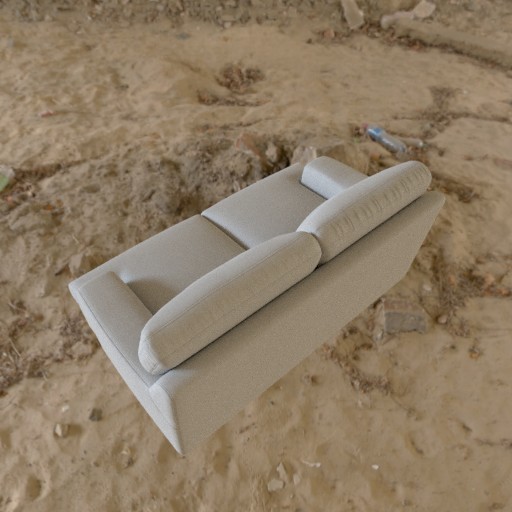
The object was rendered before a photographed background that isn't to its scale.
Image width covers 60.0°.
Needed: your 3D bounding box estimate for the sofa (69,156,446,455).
[{"bbox_3d":[0.000,0.000,2.526,1.880,0.940,1.143,-32,54,-27],"label":"sofa"}]
